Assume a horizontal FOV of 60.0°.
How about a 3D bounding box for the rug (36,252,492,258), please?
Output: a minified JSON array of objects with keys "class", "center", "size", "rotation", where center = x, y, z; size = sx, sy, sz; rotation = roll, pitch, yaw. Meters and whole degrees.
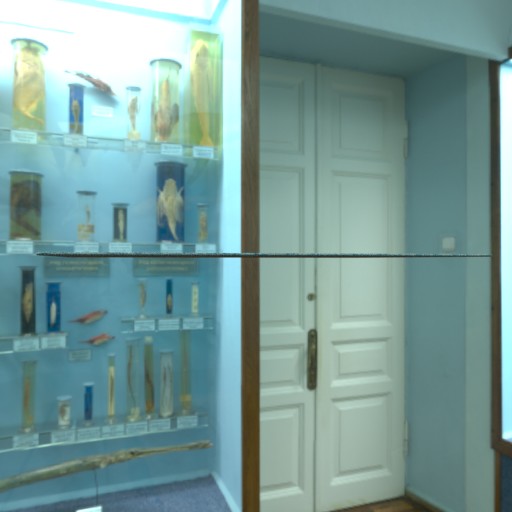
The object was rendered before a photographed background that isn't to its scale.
[{"class":"rug","center":[0.000,0.000,2.967],"size":[2.438,0.015,1.524],"rotation":[0,-1,-18]}]
